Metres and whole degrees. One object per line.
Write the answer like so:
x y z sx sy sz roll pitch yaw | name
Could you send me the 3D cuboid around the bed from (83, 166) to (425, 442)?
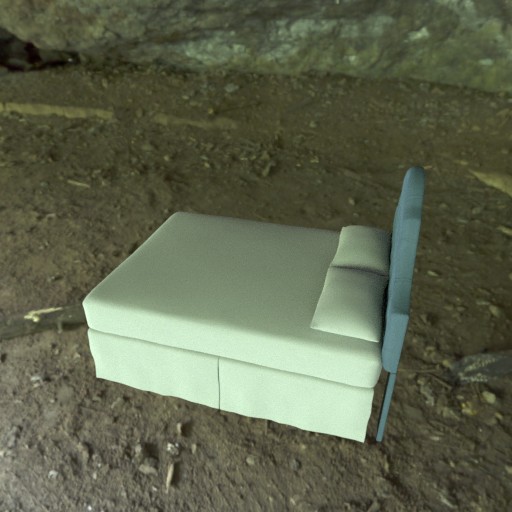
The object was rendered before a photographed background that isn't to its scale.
0.000 0.000 3.365 2.155 1.575 1.636 9 32 14 | bed
